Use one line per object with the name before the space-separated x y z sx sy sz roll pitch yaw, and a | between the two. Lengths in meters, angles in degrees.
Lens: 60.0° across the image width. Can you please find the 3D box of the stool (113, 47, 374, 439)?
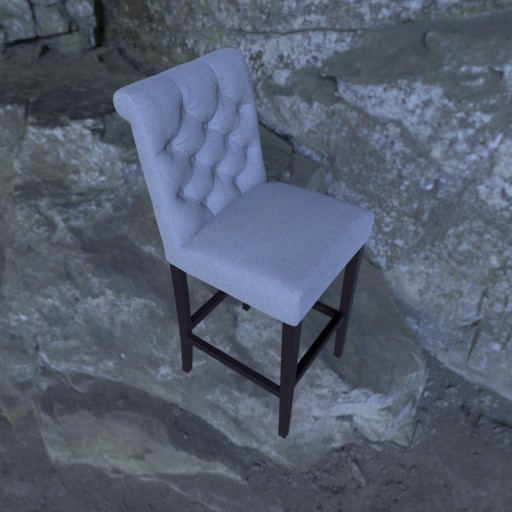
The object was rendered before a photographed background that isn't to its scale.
stool | 0.000 0.000 1.485 0.601 1.140 0.493 25 46 26
